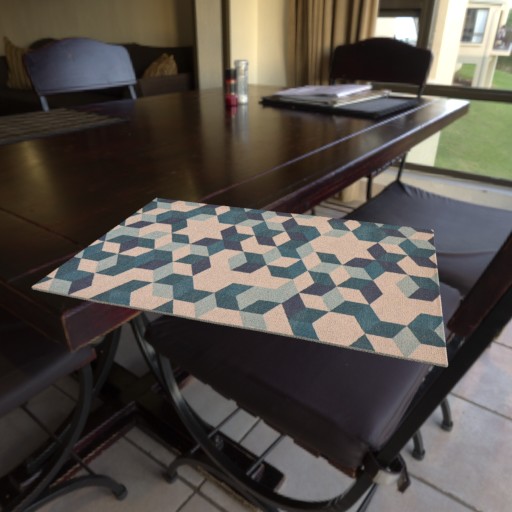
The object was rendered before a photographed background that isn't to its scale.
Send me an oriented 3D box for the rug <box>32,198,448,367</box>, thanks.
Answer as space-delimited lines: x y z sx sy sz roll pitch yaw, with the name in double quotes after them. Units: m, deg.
0.000 0.000 2.357 1.829 0.014 1.235 8 29 15 "rug"
